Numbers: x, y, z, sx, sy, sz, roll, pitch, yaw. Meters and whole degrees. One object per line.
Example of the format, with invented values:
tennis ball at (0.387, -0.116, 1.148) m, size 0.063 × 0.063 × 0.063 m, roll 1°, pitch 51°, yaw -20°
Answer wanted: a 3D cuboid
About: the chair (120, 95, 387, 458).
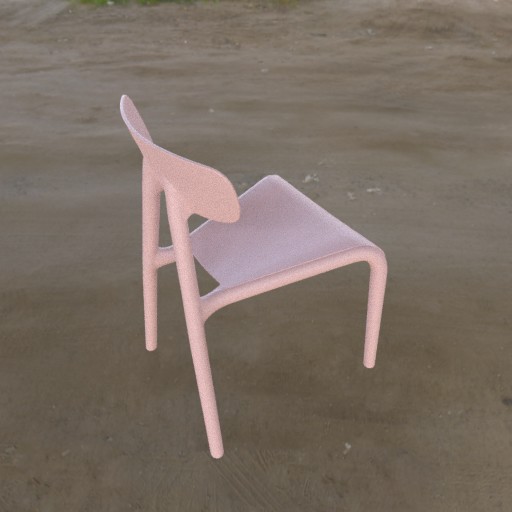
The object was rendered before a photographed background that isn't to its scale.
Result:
chair at (0.000, 0.000, 0.814) m, size 0.401 × 0.580 × 0.356 m, roll -24°, pitch 46°, yaw -25°
